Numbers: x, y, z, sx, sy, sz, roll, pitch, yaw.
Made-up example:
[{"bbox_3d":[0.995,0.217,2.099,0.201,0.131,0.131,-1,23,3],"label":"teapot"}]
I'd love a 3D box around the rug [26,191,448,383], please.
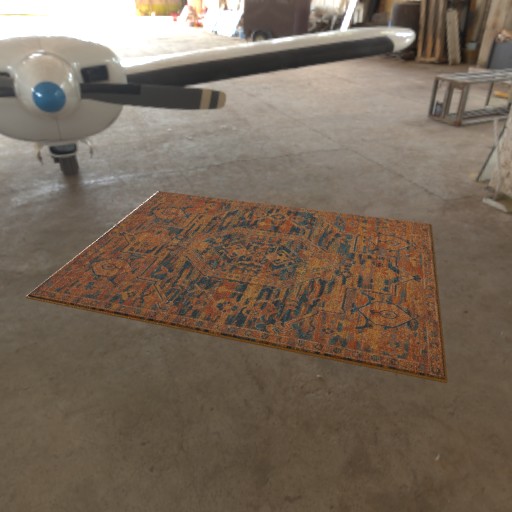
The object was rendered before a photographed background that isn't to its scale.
[{"bbox_3d":[0.000,0.000,2.845,2.204,0.024,1.588,9,32,14],"label":"rug"}]
